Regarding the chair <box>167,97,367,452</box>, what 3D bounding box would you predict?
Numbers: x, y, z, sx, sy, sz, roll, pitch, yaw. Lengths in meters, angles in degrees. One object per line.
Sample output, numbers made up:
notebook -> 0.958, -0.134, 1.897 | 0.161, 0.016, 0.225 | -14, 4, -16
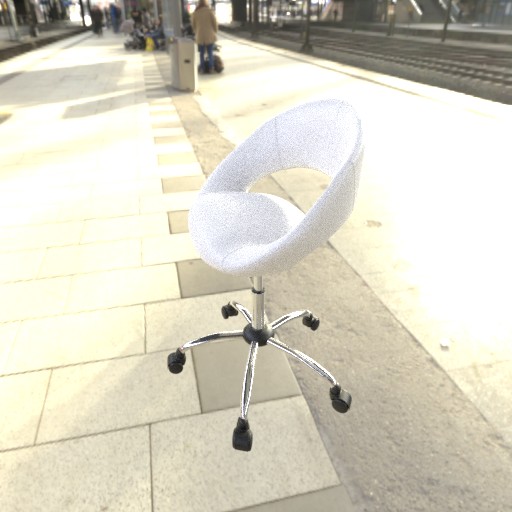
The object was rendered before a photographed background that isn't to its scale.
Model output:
chair -> 0.000, 0.000, 1.202 | 0.538, 0.791, 0.612 | -8, 30, -14
